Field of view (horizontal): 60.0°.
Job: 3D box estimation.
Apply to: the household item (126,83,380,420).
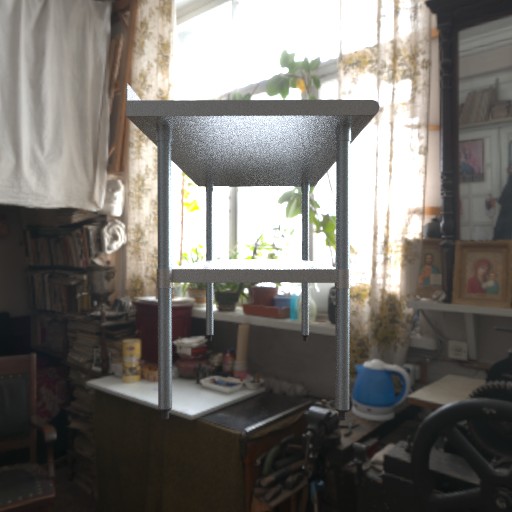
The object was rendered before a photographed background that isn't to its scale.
[{"bbox_3d":[0.000,0.000,1.679,0.610,0.851,1.219,0,1,1],"label":"household item"}]
